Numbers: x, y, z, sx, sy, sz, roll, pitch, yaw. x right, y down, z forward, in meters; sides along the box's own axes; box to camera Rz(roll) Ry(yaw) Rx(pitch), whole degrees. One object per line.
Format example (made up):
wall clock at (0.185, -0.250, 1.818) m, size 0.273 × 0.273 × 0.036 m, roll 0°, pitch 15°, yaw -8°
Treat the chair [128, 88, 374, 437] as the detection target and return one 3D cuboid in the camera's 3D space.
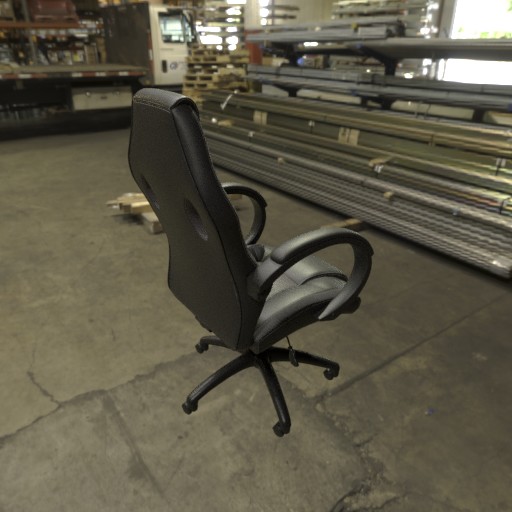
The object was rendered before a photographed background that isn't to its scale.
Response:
chair at (0.000, 0.000, 1.635) m, size 0.724 × 1.187 × 0.673 m, roll -18°, pitch 31°, yaw -32°
